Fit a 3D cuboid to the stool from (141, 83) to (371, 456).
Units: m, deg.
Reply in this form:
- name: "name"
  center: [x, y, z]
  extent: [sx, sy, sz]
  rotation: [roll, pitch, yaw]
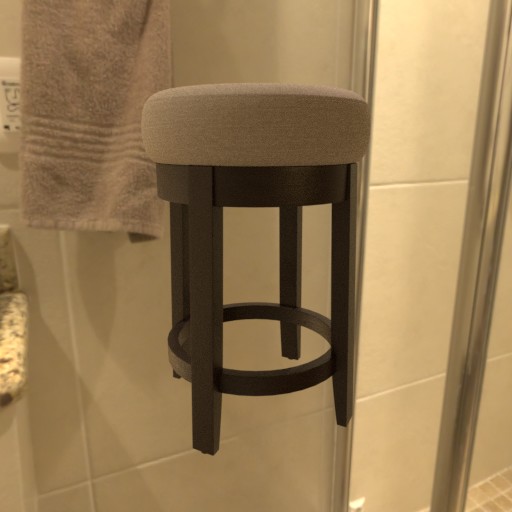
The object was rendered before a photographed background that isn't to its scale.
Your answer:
- name: "stool"
  center: [0.000, 0.000, 0.946]
  extent: [0.443, 0.672, 0.443]
  rotation: [0, 14, 0]
